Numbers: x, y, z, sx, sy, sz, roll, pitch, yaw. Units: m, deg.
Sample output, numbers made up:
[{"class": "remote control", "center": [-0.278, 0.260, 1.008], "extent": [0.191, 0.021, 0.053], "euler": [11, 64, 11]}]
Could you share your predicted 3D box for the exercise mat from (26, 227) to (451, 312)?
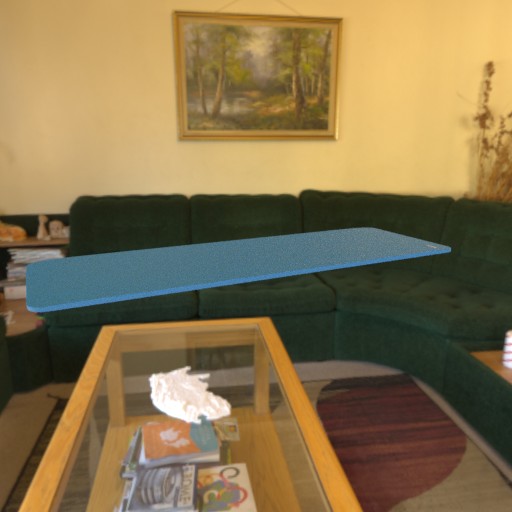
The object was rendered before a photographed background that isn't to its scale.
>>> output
[{"class": "exercise mat", "center": [0.000, 0.000, 2.013], "extent": [1.869, 0.021, 0.616], "euler": [-7, 16, -25]}]
